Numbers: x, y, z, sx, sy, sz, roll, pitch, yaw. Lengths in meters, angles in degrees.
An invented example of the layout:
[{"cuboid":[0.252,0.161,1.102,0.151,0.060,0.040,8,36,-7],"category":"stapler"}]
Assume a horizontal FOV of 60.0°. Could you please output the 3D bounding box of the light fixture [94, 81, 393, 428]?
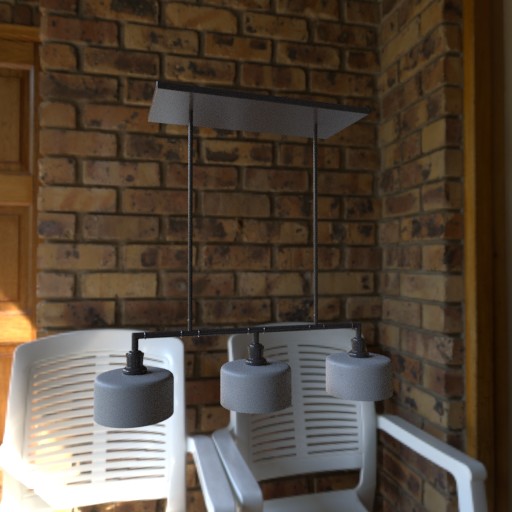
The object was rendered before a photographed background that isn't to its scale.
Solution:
[{"cuboid":[0.000,0.000,0.852,0.582,0.557,0.177,0,-1,-18],"category":"light fixture"}]
